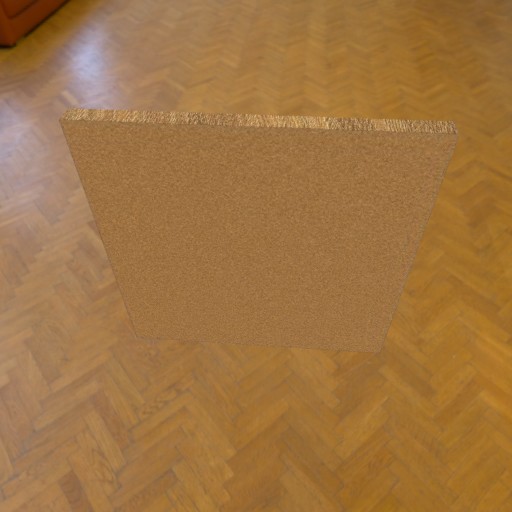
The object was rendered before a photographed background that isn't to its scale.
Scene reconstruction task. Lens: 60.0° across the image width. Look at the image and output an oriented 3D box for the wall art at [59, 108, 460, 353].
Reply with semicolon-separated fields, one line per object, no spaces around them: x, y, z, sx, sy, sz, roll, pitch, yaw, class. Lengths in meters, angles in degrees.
0.000;0.000;0.899;0.611;0.608;0.042;3;47;3;wall art
